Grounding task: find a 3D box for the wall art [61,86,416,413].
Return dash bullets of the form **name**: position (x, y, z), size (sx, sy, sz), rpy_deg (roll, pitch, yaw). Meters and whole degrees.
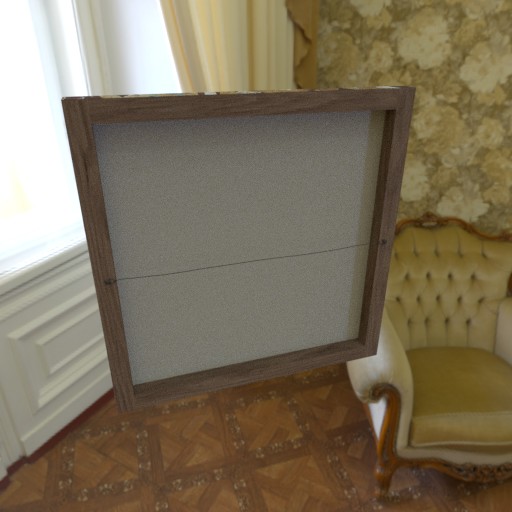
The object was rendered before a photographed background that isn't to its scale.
- **wall art**: position (0.000, 0.000, 0.879), size (0.609, 0.613, 0.041), rpy_deg (-8, 27, -16)
